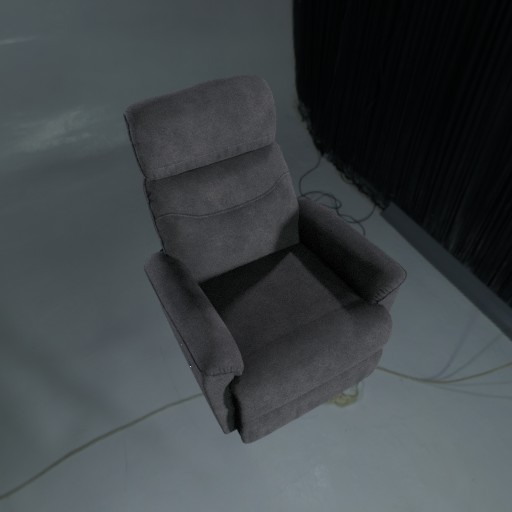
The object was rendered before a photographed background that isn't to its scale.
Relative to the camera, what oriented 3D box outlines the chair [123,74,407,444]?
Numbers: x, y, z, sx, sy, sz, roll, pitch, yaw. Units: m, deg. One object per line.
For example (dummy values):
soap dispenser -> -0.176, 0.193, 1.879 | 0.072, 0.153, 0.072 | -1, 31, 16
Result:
chair -> 0.000, 0.000, 1.745 | 0.830, 1.035, 1.009 | -22, 50, -20
